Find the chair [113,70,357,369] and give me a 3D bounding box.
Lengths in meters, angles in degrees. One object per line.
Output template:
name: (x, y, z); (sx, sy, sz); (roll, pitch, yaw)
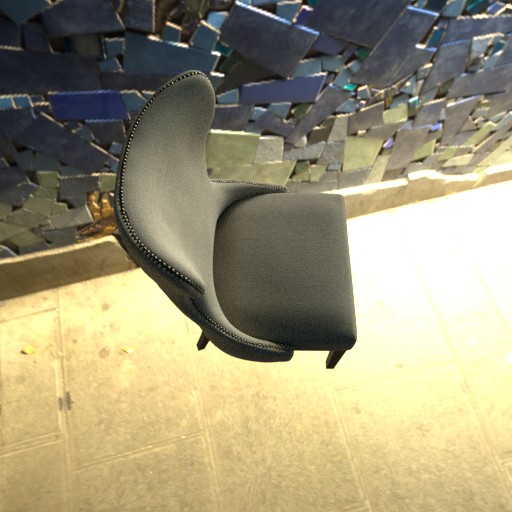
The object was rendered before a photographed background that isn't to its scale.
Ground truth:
chair: (0.000, 0.000, 1.419); (0.635, 0.967, 0.628); (0, 64, 0)
